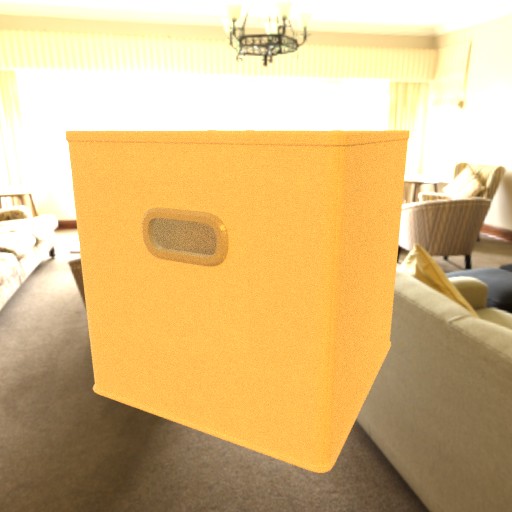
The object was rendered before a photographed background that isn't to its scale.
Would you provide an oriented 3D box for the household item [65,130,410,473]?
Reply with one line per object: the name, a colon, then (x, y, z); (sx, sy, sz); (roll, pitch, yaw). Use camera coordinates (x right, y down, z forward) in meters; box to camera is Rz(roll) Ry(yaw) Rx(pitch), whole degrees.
household item: (0.000, 0.000, 0.558); (0.305, 0.305, 0.305); (8, 18, 26)
